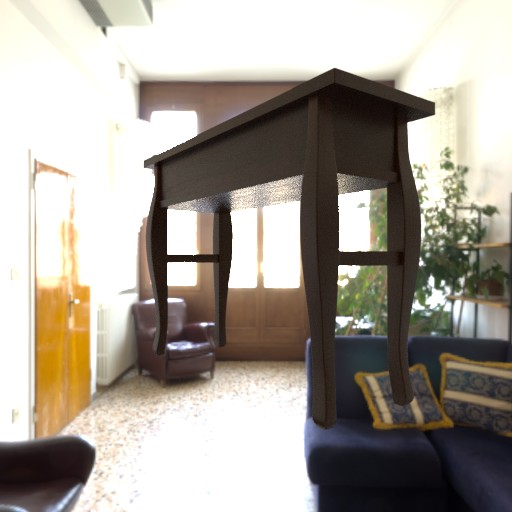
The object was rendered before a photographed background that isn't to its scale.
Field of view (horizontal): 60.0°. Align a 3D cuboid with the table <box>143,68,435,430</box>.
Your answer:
[{"bbox_3d":[0.000,0.000,1.444,0.373,0.768,1.062,0,0,-35],"label":"table"}]
